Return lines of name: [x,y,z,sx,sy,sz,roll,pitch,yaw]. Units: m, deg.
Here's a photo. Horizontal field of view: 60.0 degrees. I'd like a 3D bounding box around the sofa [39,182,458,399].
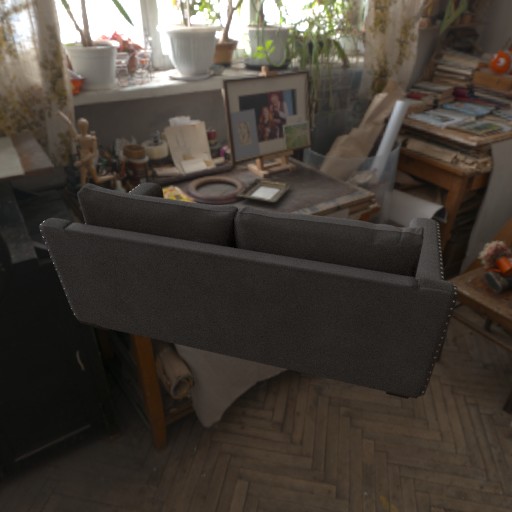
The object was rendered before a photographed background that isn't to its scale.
sofa: [0.000,0.000,3.297,2.550,1.196,1.336,9,33,15]
